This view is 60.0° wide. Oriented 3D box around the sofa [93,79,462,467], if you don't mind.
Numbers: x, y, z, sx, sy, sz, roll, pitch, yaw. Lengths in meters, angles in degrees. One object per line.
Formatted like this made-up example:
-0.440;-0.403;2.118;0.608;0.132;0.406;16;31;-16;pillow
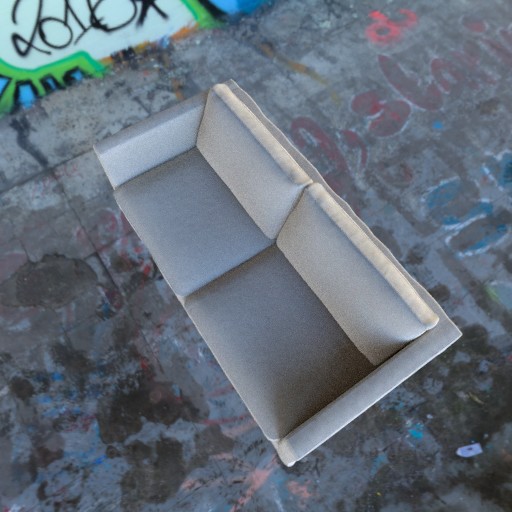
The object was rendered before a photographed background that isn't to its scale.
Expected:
0.000;0.000;2.464;0.962;0.835;1.959;-31;68;-14;sofa
